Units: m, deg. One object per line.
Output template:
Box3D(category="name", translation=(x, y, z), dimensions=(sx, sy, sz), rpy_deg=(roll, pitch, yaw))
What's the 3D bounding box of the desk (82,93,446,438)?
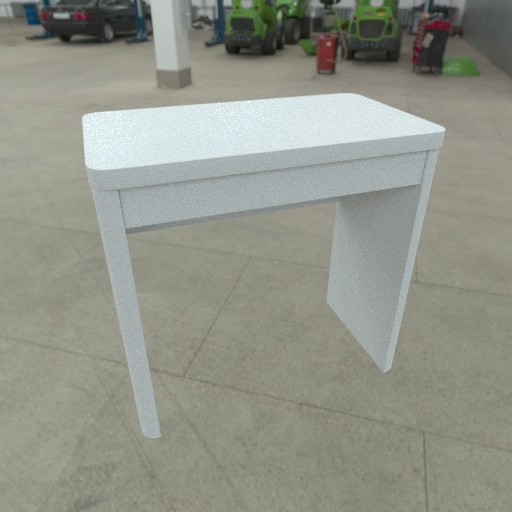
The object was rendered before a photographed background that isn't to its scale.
Box3D(category="desk", translation=(0.000, 0.000, 1.266), dimensions=(0.790, 0.760, 0.446), rpy_deg=(-10, 33, -17))
